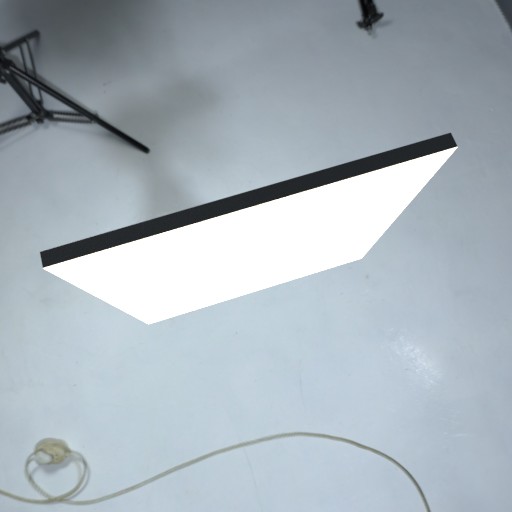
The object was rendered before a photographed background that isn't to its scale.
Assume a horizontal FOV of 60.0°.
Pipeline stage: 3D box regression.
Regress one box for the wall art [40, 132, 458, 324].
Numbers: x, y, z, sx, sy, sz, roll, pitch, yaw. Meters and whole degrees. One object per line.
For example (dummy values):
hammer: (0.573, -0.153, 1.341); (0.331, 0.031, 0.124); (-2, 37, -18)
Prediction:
wall art: (0.000, 0.000, 1.165); (0.773, 0.775, 0.031); (-17, 75, -5)
